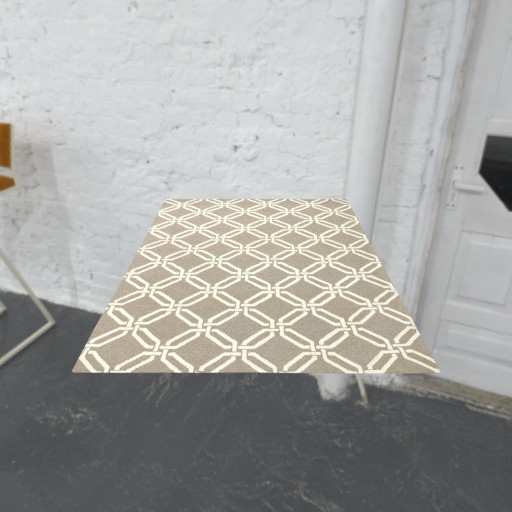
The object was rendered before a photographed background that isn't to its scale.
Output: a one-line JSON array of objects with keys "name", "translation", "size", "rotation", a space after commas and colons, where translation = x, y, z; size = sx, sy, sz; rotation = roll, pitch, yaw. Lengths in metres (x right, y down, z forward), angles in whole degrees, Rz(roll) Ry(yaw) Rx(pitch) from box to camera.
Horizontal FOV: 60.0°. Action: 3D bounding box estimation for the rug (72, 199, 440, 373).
[{"name": "rug", "translation": [0.000, 0.000, 4.442], "size": [2.441, 0.020, 3.419], "rotation": [0, 27, 0]}]
